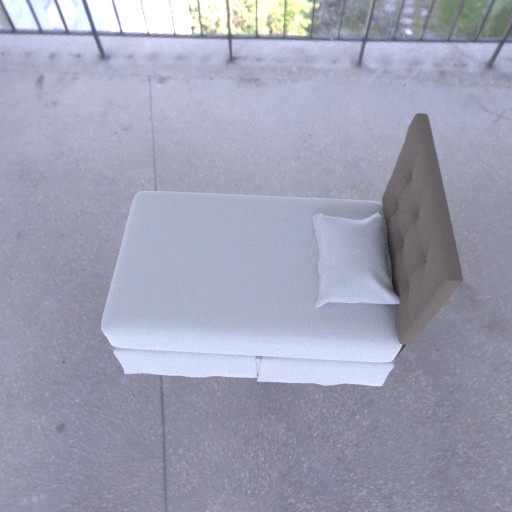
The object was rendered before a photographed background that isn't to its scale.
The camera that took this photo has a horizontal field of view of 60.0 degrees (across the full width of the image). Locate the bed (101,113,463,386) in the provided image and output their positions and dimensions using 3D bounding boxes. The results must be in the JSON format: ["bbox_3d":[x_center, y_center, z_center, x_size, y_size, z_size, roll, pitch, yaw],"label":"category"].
[{"bbox_3d":[0.000,0.000,3.001,1.997,1.571,1.261,3,58,2],"label":"bed"}]
